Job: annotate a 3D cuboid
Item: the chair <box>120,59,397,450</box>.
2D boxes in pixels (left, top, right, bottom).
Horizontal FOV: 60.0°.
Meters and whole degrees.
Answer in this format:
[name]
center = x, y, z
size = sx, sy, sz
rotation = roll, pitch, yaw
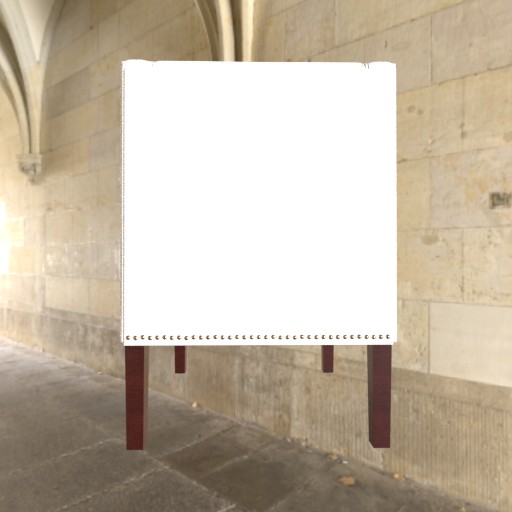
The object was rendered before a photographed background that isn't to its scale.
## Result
[chair]
center = 0.000, 0.000, 1.342
size = 0.628, 0.872, 0.748
rotation = 0, 0, -1
